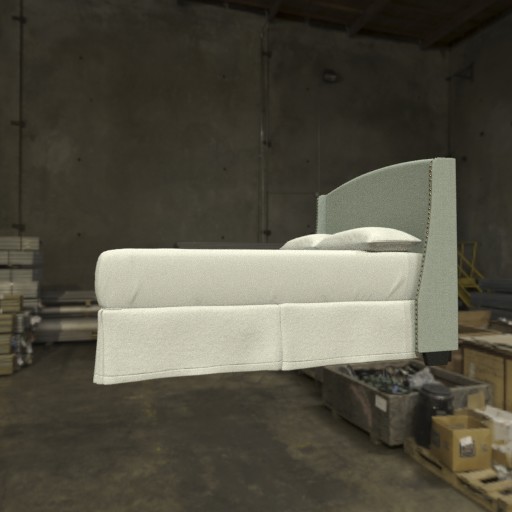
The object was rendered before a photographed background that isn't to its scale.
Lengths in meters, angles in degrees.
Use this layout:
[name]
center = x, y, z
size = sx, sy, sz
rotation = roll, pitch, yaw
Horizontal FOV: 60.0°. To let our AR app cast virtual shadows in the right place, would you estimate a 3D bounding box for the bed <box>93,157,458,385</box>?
[bed]
center = 0.000, 0.000, 3.341
size = 2.237, 1.407, 1.710
rotation = 0, -1, -17
